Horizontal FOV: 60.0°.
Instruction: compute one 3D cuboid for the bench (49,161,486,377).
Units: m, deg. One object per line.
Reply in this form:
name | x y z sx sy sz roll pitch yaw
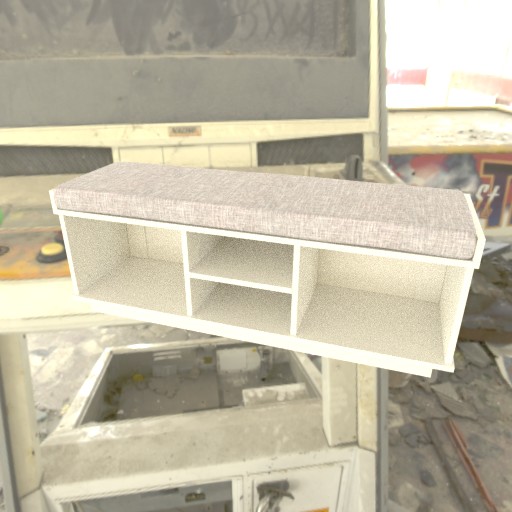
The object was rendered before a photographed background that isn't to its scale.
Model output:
bench | 0.000 0.000 1.397 1.196 0.453 0.363 8 27 16
